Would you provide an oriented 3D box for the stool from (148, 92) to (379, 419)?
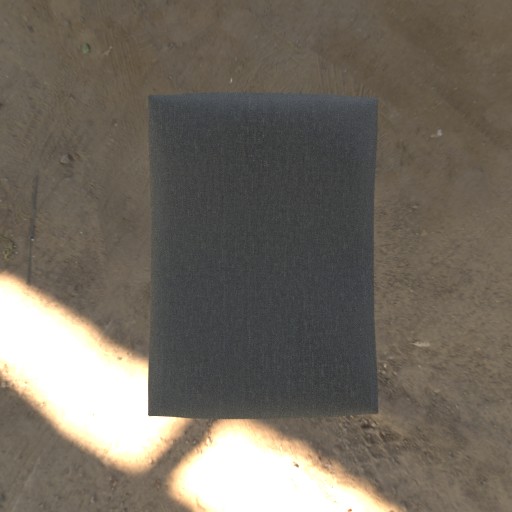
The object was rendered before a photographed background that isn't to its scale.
[{"bbox_3d":[0.000,0.000,0.997,0.366,0.748,0.502,0,90,-2],"label":"stool"}]
